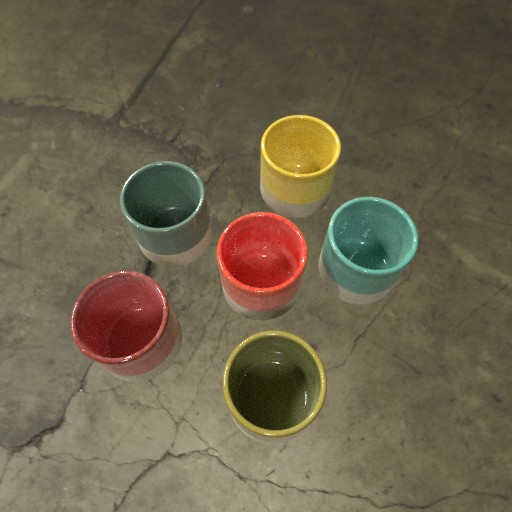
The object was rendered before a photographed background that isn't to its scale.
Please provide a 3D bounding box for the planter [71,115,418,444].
[{"bbox_3d":[0.000,0.000,0.403,0.257,0.075,0.286,19,65,9],"label":"planter"}]
